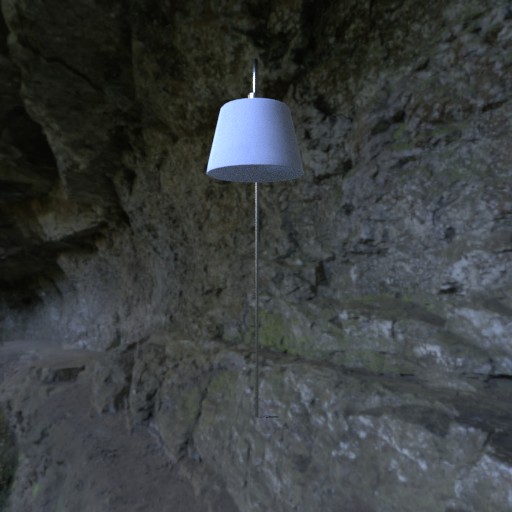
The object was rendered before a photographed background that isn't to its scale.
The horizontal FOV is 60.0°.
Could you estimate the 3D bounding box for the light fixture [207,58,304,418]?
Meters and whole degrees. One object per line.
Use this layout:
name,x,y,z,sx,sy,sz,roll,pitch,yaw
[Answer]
light fixture,0.000,0.000,0.463,0.092,0.399,0.176,0,0,1
